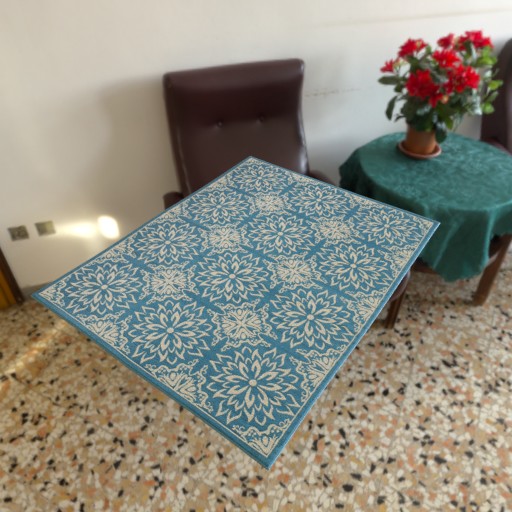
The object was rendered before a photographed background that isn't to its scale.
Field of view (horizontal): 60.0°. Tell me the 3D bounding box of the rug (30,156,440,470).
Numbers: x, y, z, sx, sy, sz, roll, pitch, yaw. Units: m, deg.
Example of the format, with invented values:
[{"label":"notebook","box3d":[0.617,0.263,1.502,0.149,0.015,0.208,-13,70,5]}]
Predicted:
[{"label":"rug","box3d":[0.000,0.000,3.958,2.350,0.018,2.964,25,46,27]}]
